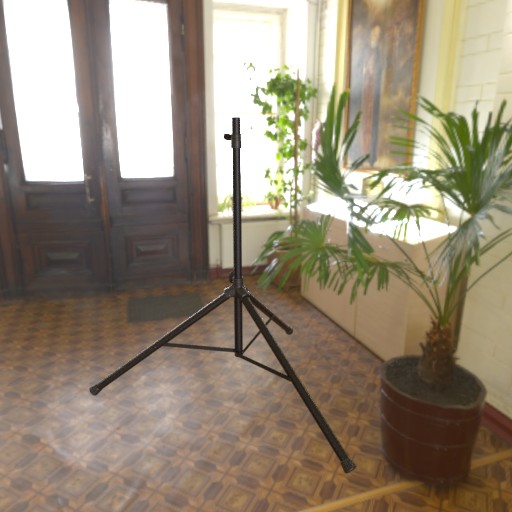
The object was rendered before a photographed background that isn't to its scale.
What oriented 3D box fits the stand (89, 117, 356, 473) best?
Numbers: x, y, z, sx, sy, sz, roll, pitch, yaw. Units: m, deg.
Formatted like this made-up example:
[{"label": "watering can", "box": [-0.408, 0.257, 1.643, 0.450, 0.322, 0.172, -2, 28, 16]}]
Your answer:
[{"label": "stand", "box": [0.000, 0.000, 2.687, 1.596, 1.595, 1.339, 7, 17, 25]}]
